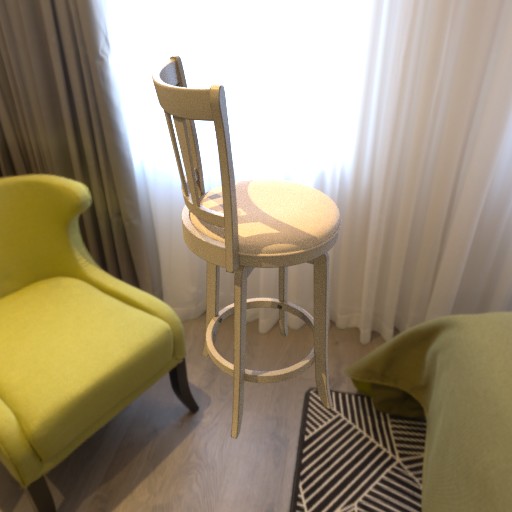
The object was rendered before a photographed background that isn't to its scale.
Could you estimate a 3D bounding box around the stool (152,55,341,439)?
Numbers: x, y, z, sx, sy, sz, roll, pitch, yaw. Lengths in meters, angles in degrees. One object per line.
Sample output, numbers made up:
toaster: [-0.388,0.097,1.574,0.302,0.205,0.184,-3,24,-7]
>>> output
stool: [0.000,0.000,1.298,0.475,1.042,0.436,-11,33,-17]
